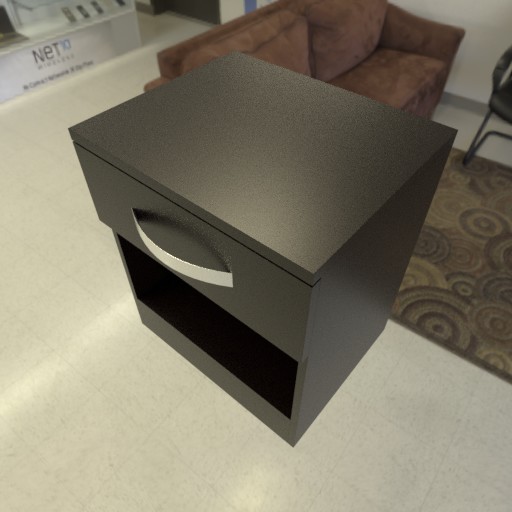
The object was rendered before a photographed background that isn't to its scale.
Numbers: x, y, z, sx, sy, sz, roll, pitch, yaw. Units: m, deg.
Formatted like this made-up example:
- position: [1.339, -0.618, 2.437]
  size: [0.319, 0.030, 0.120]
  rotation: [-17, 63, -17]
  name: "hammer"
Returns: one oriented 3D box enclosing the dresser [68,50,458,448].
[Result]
- position: [0.000, 0.000, 0.754]
  size: [0.400, 0.470, 0.360]
  rotation: [32, 54, 26]
  name: "dresser"
